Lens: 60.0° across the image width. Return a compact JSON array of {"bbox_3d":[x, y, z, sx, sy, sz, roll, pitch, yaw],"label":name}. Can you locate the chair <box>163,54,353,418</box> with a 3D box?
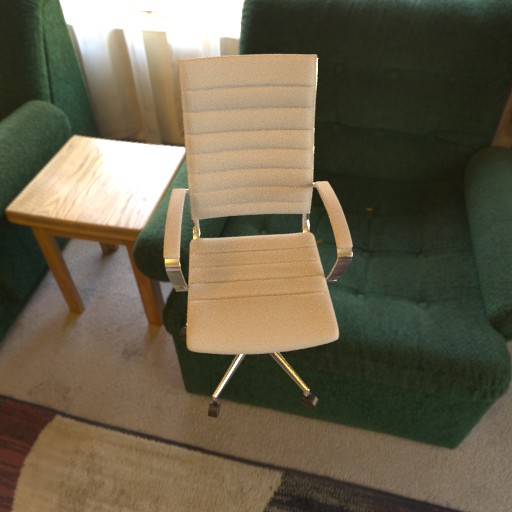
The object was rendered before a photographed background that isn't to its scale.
[{"bbox_3d":[0.000,0.000,1.574,0.679,1.149,0.667,-3,46,-3],"label":"chair"}]
